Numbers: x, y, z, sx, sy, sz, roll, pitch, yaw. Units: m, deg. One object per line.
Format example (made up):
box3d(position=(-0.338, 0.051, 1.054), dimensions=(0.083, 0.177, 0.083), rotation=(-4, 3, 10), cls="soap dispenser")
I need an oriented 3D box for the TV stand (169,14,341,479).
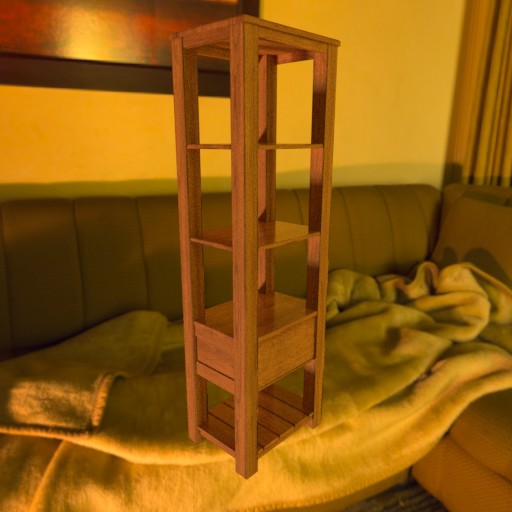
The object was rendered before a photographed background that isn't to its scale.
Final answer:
box3d(position=(0.000, 0.000, 2.025), dimensions=(0.435, 1.828, 0.565), rotation=(14, 20, 42), cls="TV stand")
